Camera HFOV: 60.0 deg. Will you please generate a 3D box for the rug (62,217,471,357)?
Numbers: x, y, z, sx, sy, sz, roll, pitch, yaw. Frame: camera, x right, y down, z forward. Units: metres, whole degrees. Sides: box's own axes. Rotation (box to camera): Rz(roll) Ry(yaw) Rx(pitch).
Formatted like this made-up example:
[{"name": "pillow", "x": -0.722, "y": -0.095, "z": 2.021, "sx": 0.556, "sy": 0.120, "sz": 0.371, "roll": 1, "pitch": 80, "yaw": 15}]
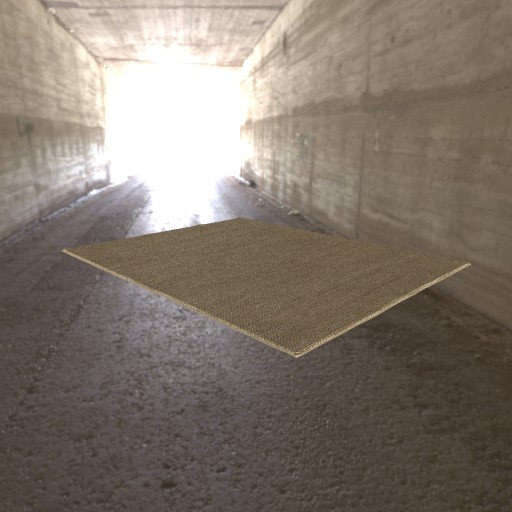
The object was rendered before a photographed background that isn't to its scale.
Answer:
[{"name": "rug", "x": 0.000, "y": 0.000, "z": 4.193, "sx": 2.429, "sy": 0.030, "sz": 3.052, "roll": -15, "pitch": 22, "yaw": -43}]
